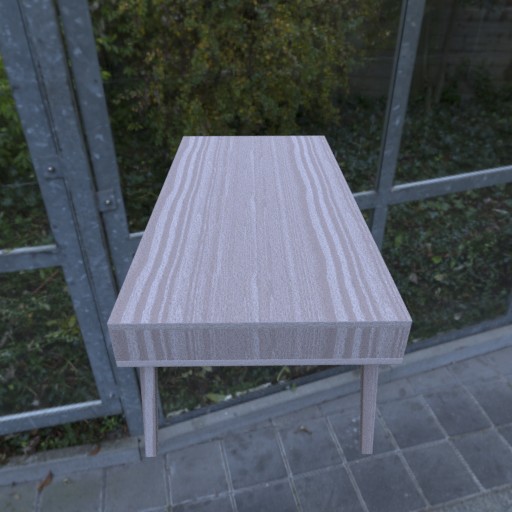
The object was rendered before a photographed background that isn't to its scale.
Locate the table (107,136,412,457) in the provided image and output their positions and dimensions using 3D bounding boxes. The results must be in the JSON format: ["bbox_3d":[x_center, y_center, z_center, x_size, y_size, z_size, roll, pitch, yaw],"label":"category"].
[{"bbox_3d":[0.000,0.000,1.495,0.600,0.450,1.200,0,32,-1],"label":"table"}]
